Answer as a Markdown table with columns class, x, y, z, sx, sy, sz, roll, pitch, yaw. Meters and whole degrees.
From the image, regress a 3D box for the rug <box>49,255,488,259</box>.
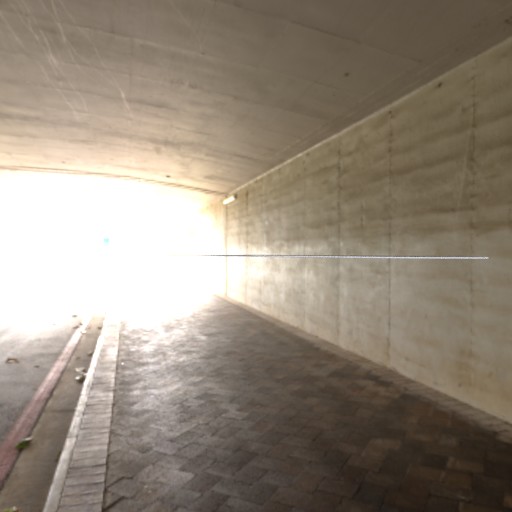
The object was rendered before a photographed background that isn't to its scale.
| class | x | y | z | sx | sy | sz | roll | pitch | yaw |
| --- | --- | --- | --- | --- | --- | --- | --- | --- | --- |
| rug | 0.000 | 0.000 | 2.669 | 2.390 | 0.014 | 0.741 | 0 | 1 | 16 |
